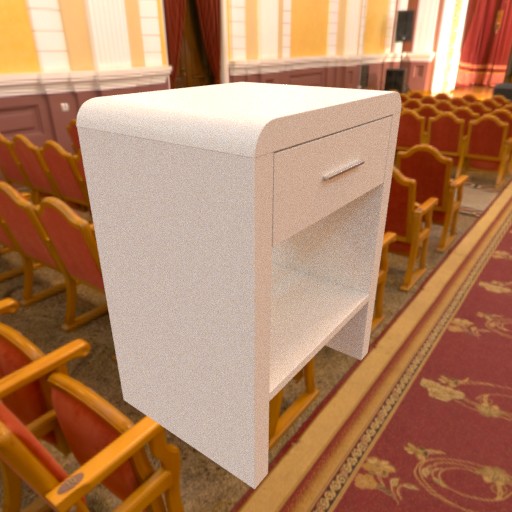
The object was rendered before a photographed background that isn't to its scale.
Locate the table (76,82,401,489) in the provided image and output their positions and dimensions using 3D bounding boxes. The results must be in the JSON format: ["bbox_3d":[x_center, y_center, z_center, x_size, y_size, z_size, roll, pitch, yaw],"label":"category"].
[{"bbox_3d":[0.000,0.000,0.857,0.350,0.590,0.450,18,31,33],"label":"table"}]
